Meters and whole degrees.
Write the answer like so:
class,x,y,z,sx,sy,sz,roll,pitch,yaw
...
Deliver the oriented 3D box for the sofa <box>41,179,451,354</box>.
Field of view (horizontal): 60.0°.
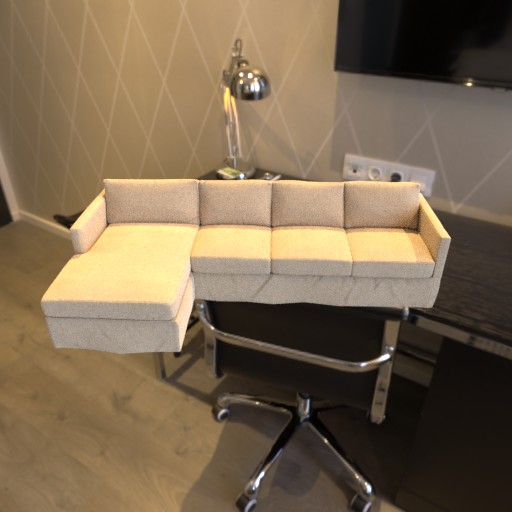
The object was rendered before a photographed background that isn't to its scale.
class,x,y,z,sx,sy,sz,roll,pitch,yaw
sofa,0.000,0.000,3.888,3.205,0.922,1.650,1,32,2
